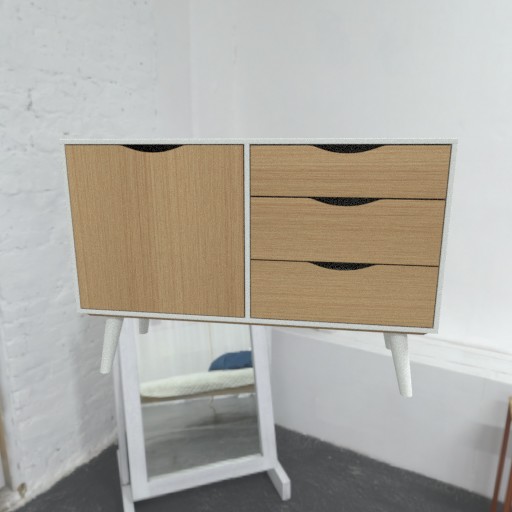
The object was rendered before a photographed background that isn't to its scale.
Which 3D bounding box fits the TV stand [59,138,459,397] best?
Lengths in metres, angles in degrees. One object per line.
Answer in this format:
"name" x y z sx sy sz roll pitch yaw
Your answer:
"TV stand" 0.000 0.000 1.601 1.193 0.812 0.406 2 14 8
